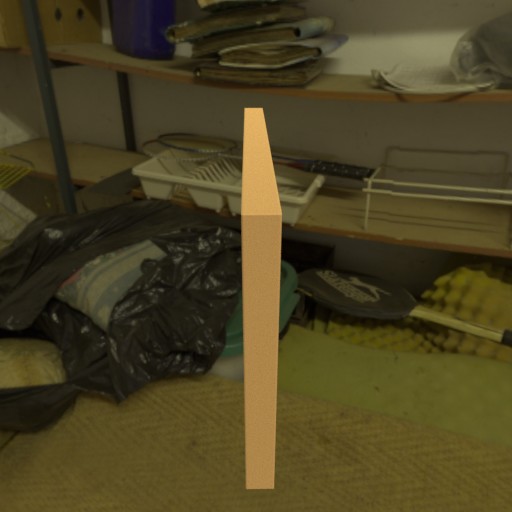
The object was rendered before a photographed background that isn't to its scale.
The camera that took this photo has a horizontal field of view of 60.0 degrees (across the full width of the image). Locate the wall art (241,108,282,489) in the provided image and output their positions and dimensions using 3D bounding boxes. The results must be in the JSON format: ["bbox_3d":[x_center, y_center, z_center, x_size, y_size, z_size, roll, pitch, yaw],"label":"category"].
[{"bbox_3d":[0.000,0.000,0.787,0.039,0.407,0.609,0,28,-1],"label":"wall art"}]
